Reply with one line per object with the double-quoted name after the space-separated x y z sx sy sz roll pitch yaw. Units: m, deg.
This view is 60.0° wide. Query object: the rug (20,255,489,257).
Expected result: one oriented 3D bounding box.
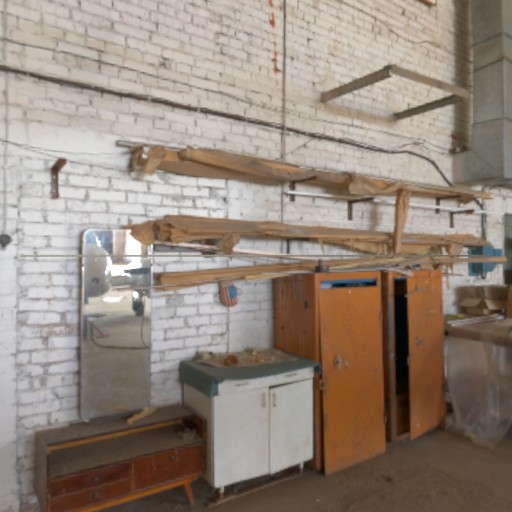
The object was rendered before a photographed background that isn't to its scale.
0.000 0.000 3.472 2.584 0.011 2.073 0 0 1 "rug"
